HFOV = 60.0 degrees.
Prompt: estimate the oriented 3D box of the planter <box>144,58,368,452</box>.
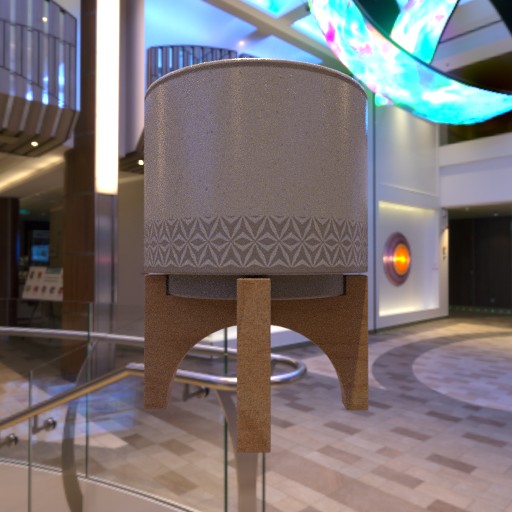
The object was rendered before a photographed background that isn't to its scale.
[{"bbox_3d":[0.000,0.000,0.264,0.130,0.178,0.130,0,-1,0],"label":"planter"}]
